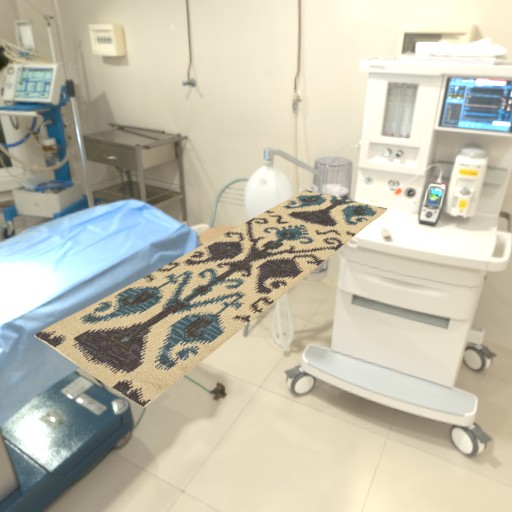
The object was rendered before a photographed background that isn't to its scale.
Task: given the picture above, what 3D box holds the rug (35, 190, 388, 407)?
[{"bbox_3d":[0.000,0.000,2.534,0.692,0.017,2.301,18,33,31],"label":"rug"}]
